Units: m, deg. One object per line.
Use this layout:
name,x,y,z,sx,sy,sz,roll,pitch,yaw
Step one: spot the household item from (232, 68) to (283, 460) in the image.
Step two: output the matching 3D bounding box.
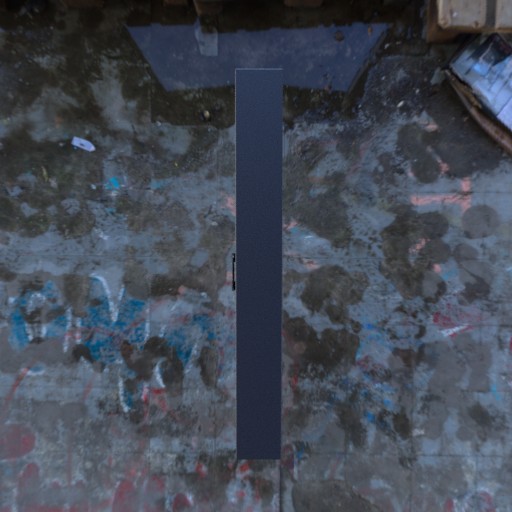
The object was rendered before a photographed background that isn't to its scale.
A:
household item,0.000,0.000,0.239,0.022,0.178,0.133,0,92,0
